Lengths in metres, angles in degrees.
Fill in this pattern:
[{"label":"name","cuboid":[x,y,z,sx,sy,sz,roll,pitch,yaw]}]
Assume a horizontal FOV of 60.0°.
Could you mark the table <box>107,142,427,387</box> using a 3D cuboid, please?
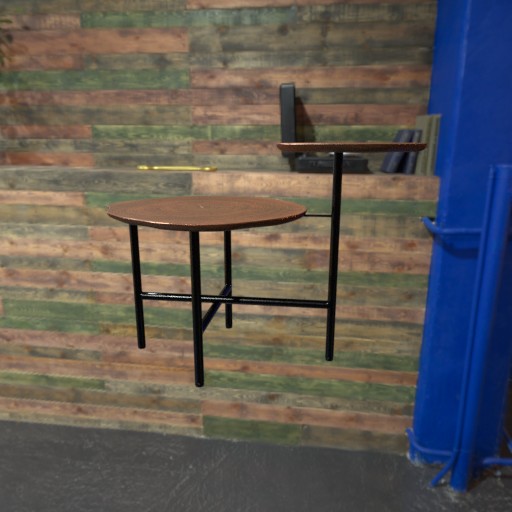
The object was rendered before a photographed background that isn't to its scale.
[{"label":"table","cuboid":[0.000,0.000,1.090,0.759,0.538,0.442,2,15,9]}]
